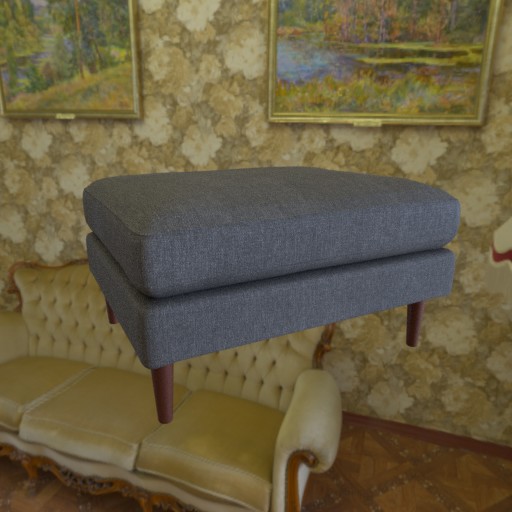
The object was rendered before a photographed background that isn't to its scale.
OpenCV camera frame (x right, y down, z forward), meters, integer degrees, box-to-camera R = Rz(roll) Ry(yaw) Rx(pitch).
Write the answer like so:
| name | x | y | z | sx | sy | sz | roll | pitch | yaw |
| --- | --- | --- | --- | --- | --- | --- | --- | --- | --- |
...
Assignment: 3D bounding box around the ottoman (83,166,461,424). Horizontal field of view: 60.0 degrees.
| name | x | y | z | sx | sy | sz | roll | pitch | yaw |
| --- | --- | --- | --- | --- | --- | --- | --- | --- | --- |
| ottoman | 0.000 | 0.000 | 1.252 | 0.821 | 0.474 | 0.693 | -8 | 18 | -27 |
